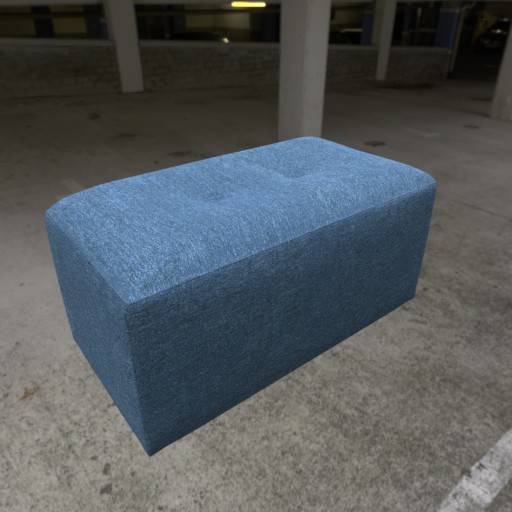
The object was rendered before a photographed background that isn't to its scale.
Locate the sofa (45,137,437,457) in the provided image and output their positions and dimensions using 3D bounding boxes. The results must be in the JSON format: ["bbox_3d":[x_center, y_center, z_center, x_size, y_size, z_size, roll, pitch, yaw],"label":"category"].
[{"bbox_3d":[0.000,0.000,1.210,0.930,0.470,0.480,-22,37,-32],"label":"sofa"}]
